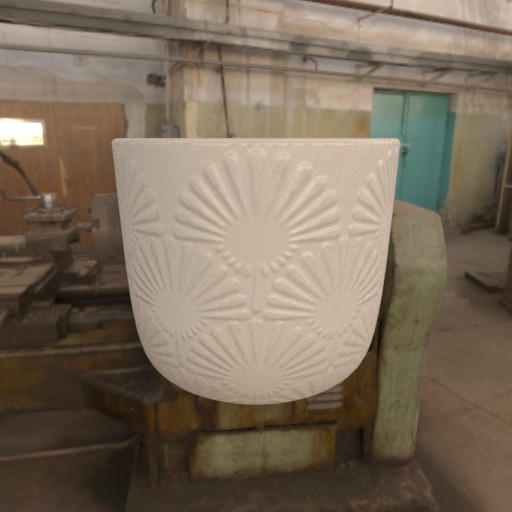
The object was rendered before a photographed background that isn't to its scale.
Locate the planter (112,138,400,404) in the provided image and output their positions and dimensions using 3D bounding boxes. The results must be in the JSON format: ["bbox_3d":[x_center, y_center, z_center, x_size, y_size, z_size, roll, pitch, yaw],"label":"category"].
[{"bbox_3d":[0.000,0.000,0.213,0.124,0.109,0.124,0,15,0],"label":"planter"}]
